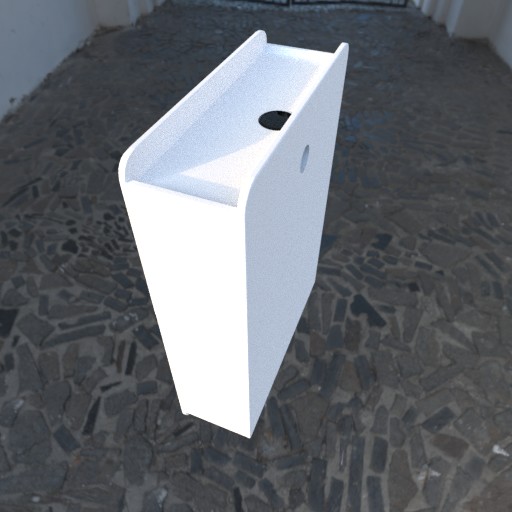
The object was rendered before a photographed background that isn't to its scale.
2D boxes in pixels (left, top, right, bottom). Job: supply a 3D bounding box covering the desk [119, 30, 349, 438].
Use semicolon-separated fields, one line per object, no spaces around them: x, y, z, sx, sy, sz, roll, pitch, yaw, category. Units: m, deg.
0.000;0.000;1.511;0.278;1.190;0.795;16;48;15;desk
